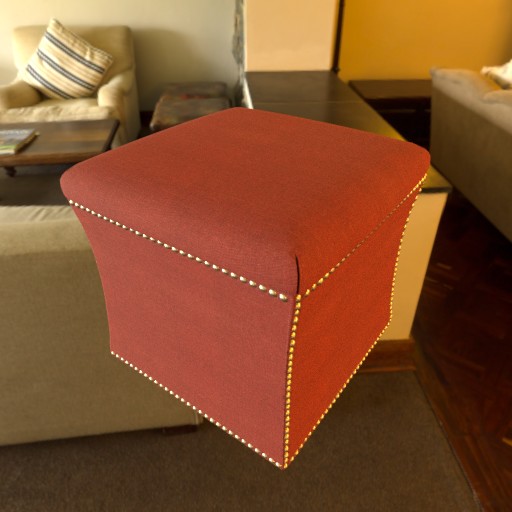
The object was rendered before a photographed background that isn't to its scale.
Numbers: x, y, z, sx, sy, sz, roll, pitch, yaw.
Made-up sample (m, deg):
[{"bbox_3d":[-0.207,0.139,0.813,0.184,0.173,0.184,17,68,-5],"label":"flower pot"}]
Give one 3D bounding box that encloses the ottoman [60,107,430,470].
[{"bbox_3d":[0.000,0.000,0.904,0.497,0.475,0.507,22,40,29],"label":"ottoman"}]
